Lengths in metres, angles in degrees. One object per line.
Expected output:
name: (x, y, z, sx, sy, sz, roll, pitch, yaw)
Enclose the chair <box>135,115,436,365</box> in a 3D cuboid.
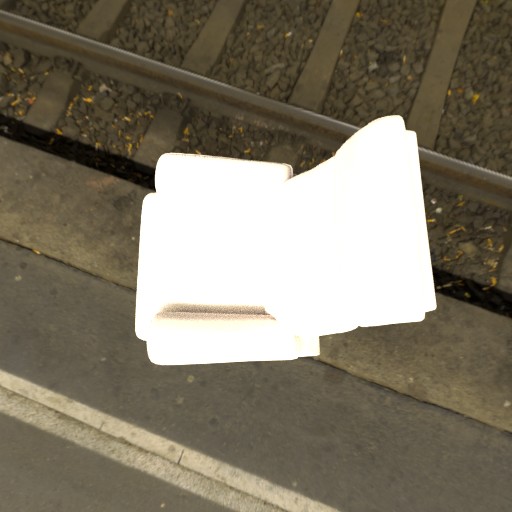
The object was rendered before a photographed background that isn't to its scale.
chair: (0.000, 0.000, 1.728, 1.001, 1.039, 0.820, -1, 75, 0)
